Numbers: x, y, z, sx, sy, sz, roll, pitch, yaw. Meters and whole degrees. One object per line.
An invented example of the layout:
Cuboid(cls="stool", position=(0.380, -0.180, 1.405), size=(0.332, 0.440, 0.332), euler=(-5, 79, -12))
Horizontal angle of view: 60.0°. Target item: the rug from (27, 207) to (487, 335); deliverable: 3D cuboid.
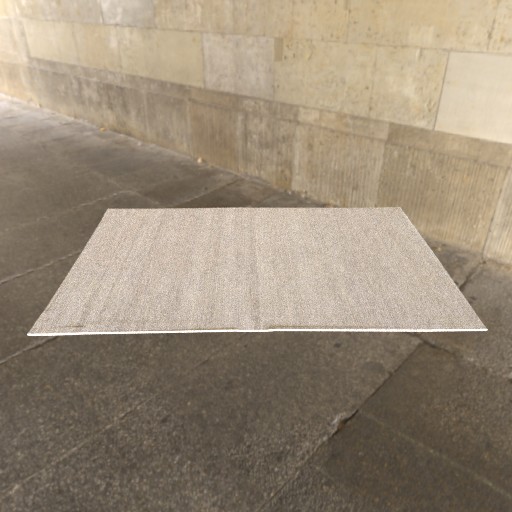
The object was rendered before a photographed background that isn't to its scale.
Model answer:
Cuboid(cls="rug", position=(0.000, 0.000, 2.242), size=(1.820, 0.022, 1.179), euler=(0, 30, -1))
